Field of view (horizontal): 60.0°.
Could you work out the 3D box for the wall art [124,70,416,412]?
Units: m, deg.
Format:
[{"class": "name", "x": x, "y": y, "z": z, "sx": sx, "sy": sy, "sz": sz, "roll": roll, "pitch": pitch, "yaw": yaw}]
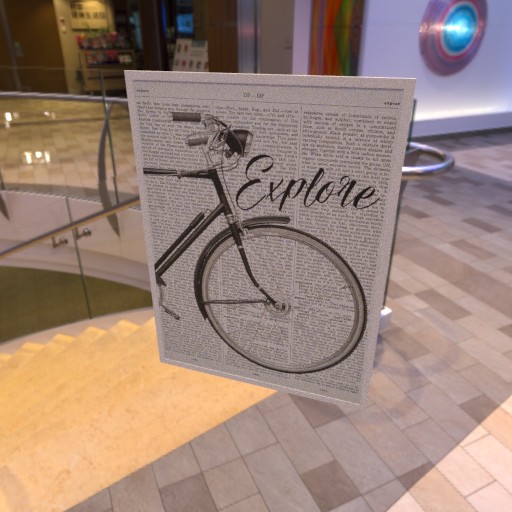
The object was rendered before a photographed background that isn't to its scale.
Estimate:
[{"class": "wall art", "x": 0.000, "y": 0.000, "z": 0.801, "sx": 0.457, "sy": 0.610, "sz": 0.003, "roll": 9, "pitch": 28, "yaw": 17}]
